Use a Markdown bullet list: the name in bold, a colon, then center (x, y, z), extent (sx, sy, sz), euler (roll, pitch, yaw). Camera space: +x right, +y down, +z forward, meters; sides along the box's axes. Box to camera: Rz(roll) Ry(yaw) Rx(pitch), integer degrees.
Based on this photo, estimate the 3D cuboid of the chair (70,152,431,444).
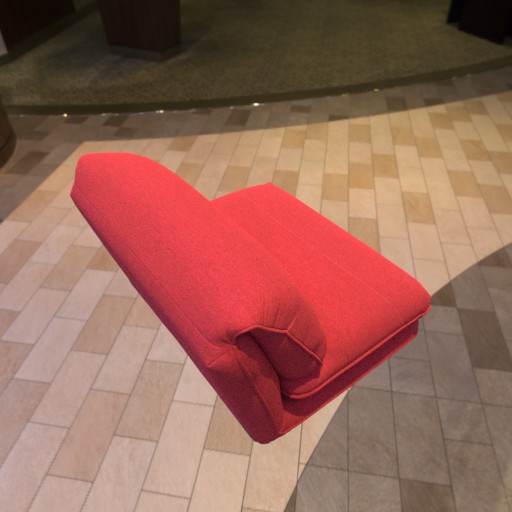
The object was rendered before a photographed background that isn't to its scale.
- **chair**: center (0.000, 0.000, 1.337), extent (0.780, 0.580, 0.820), euler (-26, 47, -27)
